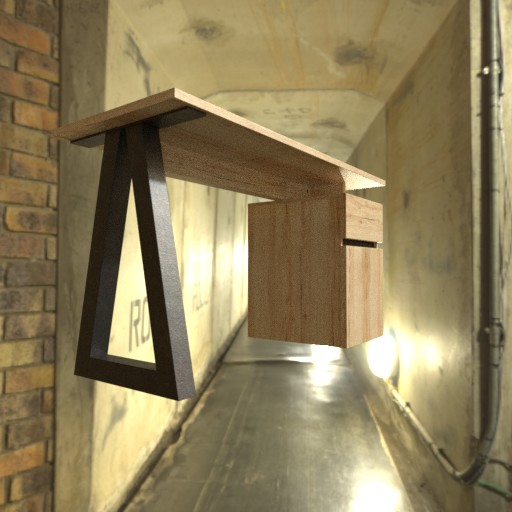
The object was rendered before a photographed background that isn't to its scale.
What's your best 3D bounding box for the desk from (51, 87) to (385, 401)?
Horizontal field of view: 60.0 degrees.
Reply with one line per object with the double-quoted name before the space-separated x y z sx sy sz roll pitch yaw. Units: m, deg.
"desk" 0.000 0.000 1.767 0.550 0.760 1.400 -1 -2 36
